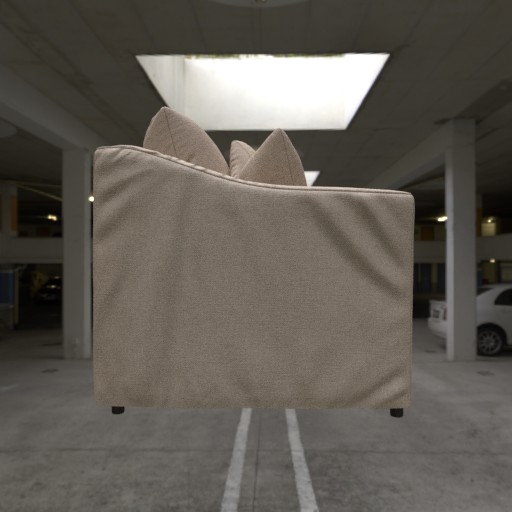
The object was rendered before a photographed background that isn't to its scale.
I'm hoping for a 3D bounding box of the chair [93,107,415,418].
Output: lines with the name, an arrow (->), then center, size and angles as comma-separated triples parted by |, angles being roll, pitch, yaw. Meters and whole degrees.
chair -> 0.000, 0.000, 2.017 | 1.071, 1.093, 1.194 | 0, 0, 1
